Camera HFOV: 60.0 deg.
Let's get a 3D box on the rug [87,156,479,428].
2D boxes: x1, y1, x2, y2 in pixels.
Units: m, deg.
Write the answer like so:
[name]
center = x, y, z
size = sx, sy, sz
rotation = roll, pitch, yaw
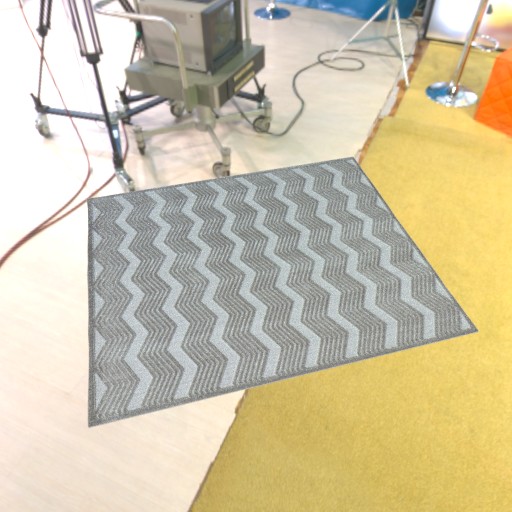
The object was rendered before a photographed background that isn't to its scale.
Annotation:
[rug]
center = 0.000, 0.000, 3.904
size = 2.880, 0.005, 2.391
rotation = -11, 48, -10
